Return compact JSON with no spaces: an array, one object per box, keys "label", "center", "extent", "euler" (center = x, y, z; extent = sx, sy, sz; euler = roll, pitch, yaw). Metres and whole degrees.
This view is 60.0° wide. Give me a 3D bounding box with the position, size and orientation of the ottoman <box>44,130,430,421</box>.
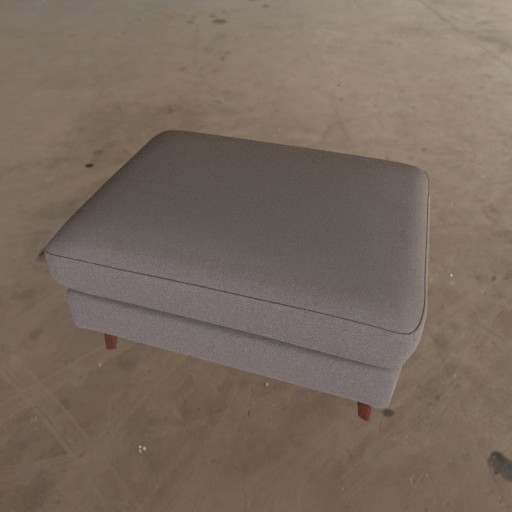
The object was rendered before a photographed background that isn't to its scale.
[{"label":"ottoman","center":[0.000,0.000,1.163],"extent":[0.811,0.449,0.608],"euler":[12,43,13]}]
